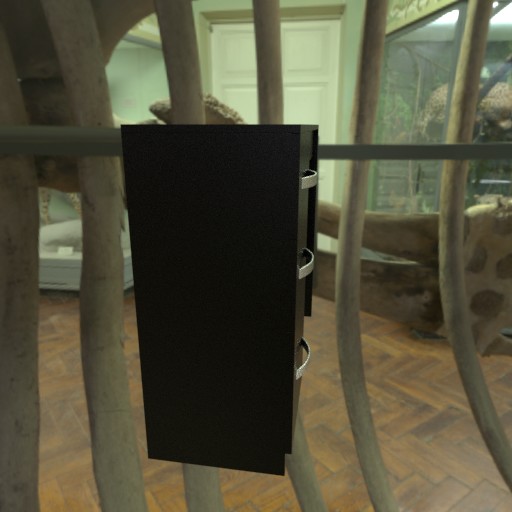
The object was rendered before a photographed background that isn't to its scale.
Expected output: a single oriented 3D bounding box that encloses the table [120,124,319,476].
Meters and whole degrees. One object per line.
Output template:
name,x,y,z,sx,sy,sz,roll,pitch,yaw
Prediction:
table,0.000,0.000,1.390,0.380,0.790,0.930,3,17,9
